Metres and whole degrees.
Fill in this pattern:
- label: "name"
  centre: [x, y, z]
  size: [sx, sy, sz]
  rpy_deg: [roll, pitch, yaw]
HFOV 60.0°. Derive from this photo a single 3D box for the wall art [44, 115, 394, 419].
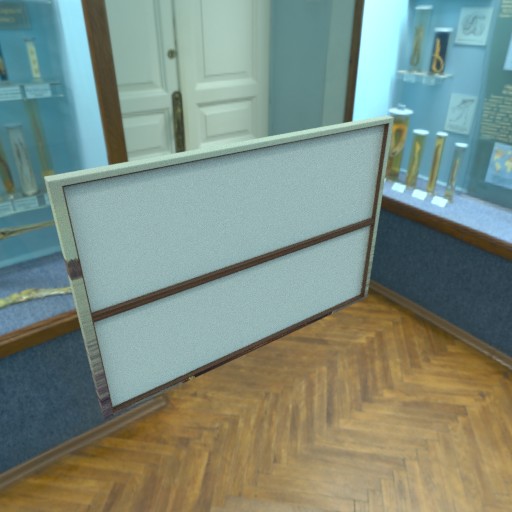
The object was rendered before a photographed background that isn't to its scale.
- label: "wall art"
  centre: [0.000, 0.000, 1.467]
  size: [1.149, 0.765, 0.040]
  rpy_deg: [-19, 34, -30]
